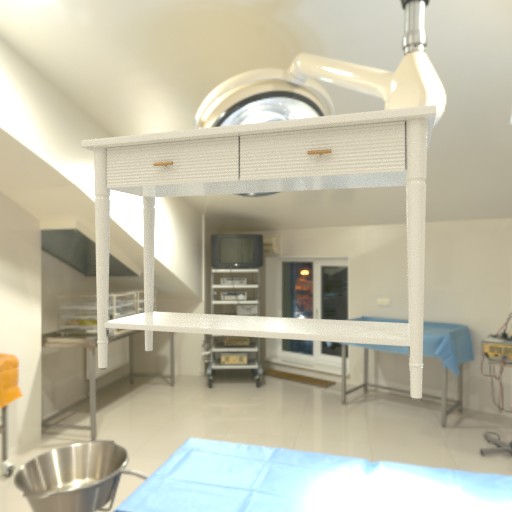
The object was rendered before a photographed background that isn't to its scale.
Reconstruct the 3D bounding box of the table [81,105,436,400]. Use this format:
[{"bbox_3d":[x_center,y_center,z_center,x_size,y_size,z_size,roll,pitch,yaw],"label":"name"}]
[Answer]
[{"bbox_3d":[0.000,0.000,1.445,1.067,0.749,0.381,0,0,18],"label":"table"}]
